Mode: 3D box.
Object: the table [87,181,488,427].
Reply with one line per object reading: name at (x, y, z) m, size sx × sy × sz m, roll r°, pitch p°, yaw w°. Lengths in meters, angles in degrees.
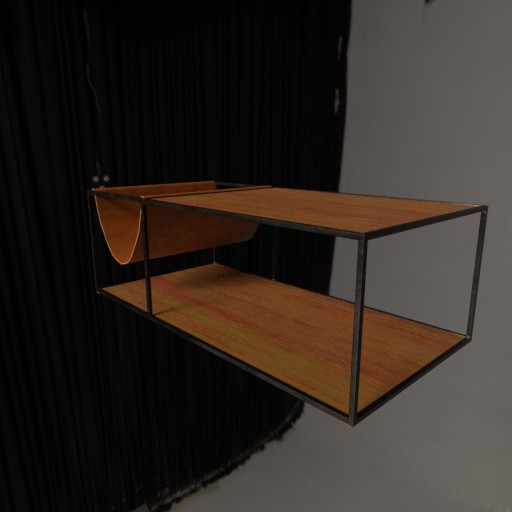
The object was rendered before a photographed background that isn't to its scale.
table at (0.000, 0.000, 1.469) m, size 0.597 × 0.403 × 1.199 m, roll -13°, pitch 19°, yaw -42°
